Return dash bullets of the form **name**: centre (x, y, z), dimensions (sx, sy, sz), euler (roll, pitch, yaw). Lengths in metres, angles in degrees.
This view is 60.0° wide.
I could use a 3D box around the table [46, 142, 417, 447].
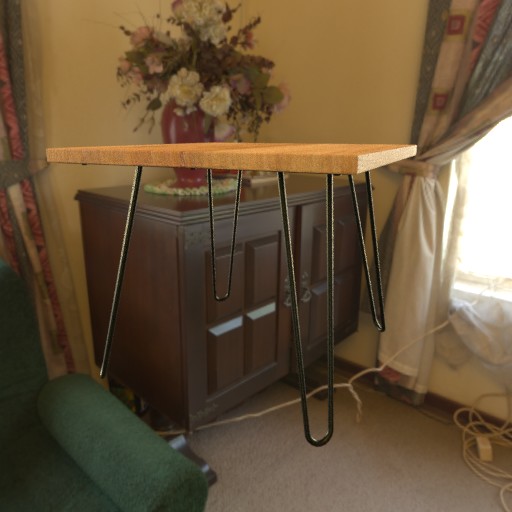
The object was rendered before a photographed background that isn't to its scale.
- **table**: centre (0.000, 0.000, 1.041), dimensions (0.599, 0.500, 0.599), euler (8, 17, 25)
